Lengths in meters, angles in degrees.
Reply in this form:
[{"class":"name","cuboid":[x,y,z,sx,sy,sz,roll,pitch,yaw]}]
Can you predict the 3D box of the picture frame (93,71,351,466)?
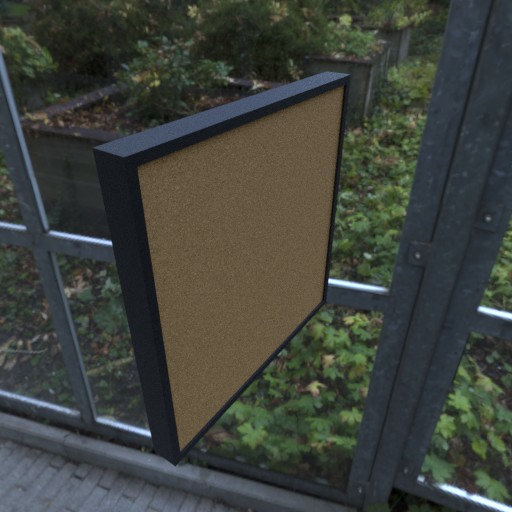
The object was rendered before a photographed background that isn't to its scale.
[{"class":"picture frame","cuboid":[0.000,0.000,0.468,0.030,0.317,0.317,21,38,29]}]
